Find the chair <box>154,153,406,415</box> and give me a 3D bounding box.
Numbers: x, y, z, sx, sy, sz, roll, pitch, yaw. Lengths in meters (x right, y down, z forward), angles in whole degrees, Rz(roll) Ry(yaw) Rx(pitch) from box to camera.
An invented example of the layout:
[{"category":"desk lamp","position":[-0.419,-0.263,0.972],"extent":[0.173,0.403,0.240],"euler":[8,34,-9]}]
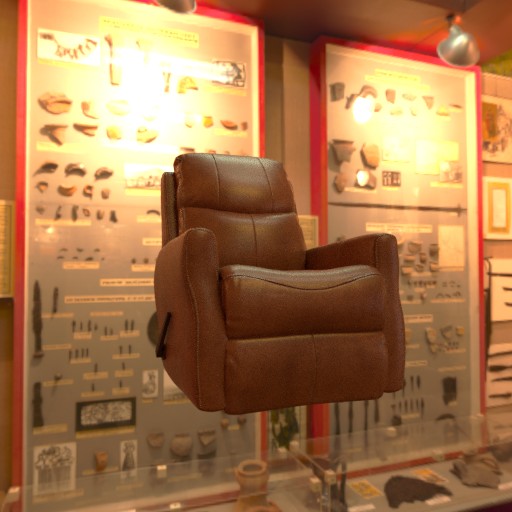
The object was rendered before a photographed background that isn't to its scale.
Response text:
[{"category":"chair","position":[0.000,0.000,1.828],"extent":[0.821,1.016,1.072],"euler":[0,-1,-19]}]
